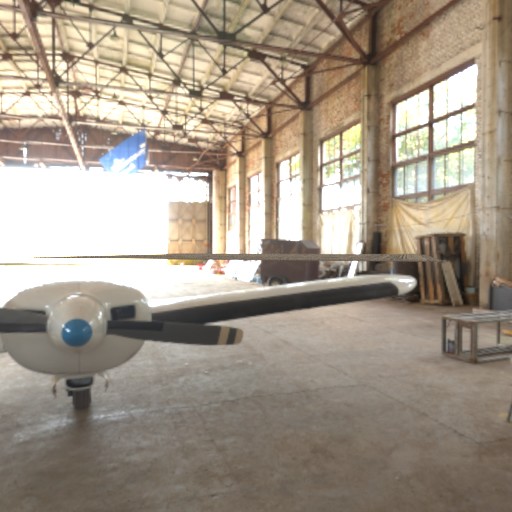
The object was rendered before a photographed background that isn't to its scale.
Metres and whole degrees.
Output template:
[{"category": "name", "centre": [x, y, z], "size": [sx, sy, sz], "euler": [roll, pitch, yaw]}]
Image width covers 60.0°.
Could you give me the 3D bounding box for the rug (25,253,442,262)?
[{"category": "rug", "centre": [0.000, 0.000, 3.975], "size": [2.940, 0.013, 2.312], "euler": [0, 1, 19]}]
